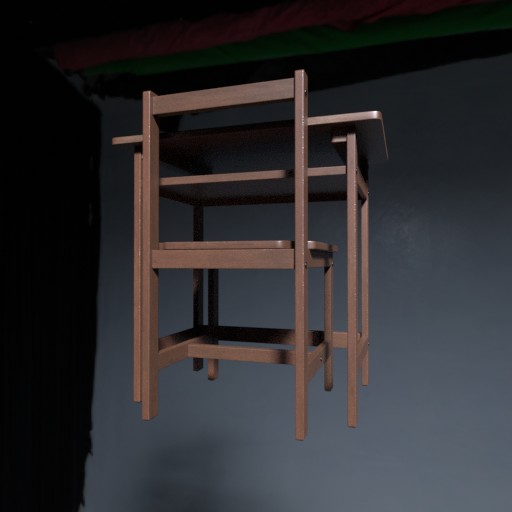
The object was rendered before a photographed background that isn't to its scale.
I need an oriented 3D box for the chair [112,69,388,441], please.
[{"bbox_3d":[0.000,0.000,1.072,0.599,0.673,0.463,0,-1,18],"label":"chair"}]
